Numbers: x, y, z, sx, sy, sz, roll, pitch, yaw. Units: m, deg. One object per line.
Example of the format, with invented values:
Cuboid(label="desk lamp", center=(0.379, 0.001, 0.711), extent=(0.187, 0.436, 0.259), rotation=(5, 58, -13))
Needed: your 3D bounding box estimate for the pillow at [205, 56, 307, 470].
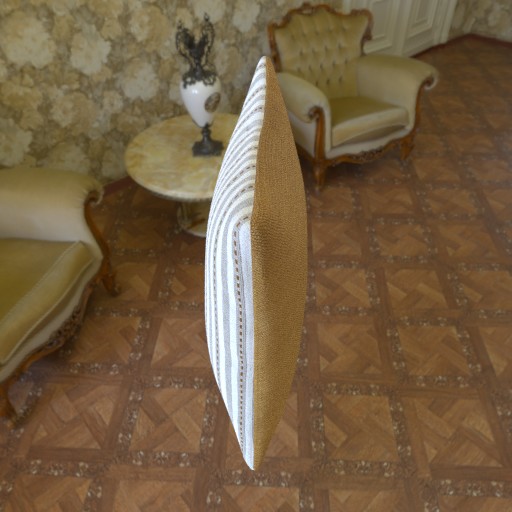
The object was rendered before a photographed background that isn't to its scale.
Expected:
Cuboid(label="pillow", center=(0.000, 0.000, 0.647), extent=(0.147, 0.437, 0.432), rotation=(1, 41, 1))
